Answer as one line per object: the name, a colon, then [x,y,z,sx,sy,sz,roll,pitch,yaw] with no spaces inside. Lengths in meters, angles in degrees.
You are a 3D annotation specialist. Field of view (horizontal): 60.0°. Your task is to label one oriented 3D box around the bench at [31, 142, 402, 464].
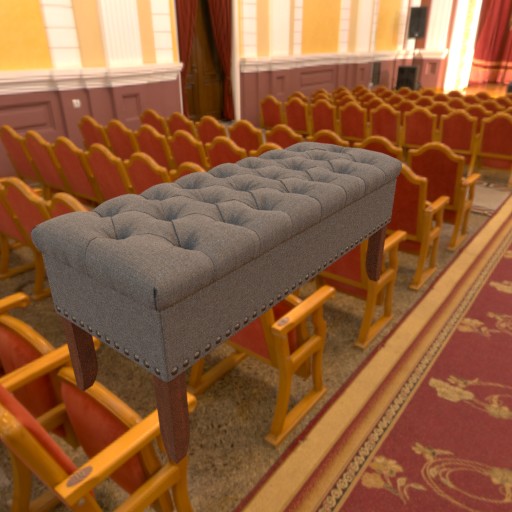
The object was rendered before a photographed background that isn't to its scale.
bench: [0.000,0.000,1.289,0.417,0.470,1.052,19,32,34]
